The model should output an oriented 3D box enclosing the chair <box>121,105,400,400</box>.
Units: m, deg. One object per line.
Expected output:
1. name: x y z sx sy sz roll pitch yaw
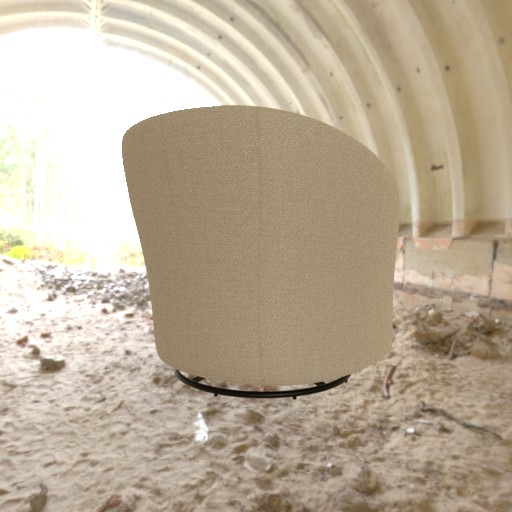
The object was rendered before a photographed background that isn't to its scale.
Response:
1. chair: 0.000 0.000 1.456 0.791 0.771 0.815 2 3 35
